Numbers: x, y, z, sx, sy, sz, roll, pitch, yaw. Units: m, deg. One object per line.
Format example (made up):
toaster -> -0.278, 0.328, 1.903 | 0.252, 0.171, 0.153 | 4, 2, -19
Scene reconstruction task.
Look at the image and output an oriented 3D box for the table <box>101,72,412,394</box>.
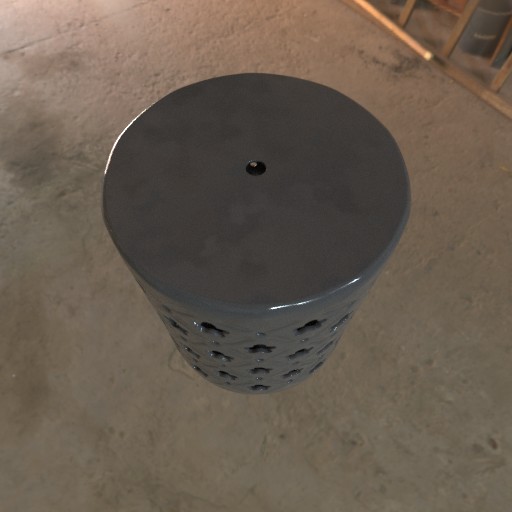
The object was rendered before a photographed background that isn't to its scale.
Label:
table -> 0.000, 0.000, 0.662 | 0.352, 0.387, 0.352 | 0, 59, 0
